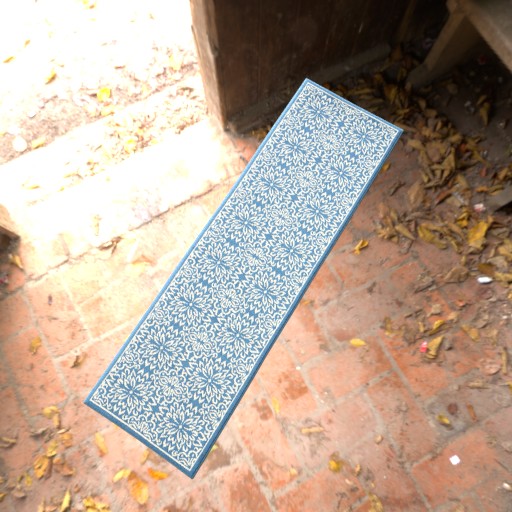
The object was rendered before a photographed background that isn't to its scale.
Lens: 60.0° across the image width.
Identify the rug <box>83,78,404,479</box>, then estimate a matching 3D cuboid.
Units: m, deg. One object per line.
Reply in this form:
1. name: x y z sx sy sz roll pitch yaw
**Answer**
1. rug: 0.000 0.000 2.396 0.662 0.011 2.196 31 78 8
